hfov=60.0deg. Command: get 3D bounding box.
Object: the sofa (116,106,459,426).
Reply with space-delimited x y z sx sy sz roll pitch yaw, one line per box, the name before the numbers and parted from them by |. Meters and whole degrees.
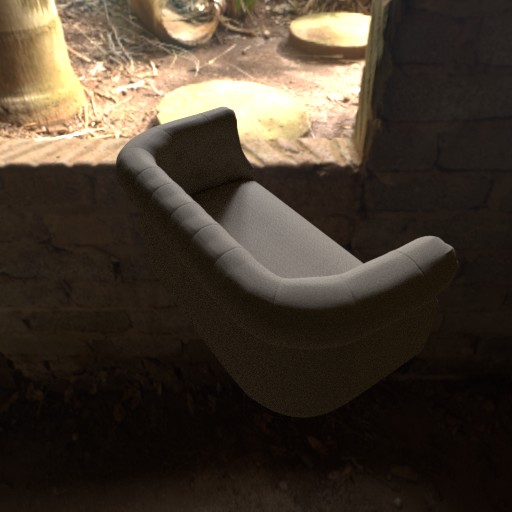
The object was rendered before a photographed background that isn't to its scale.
sofa | 0.000 0.000 2.052 0.835 0.827 1.558 -24 46 -25
